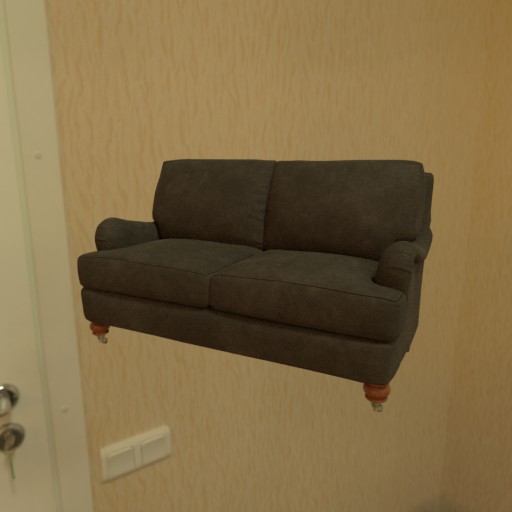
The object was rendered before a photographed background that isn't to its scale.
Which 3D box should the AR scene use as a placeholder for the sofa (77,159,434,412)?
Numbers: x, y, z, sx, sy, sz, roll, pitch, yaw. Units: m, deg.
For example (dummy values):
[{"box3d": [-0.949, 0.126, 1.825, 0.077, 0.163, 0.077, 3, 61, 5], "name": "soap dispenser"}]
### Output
[{"box3d": [0.000, 0.000, 2.592, 1.853, 1.101, 1.084, 6, 14, 26], "name": "sofa"}]
